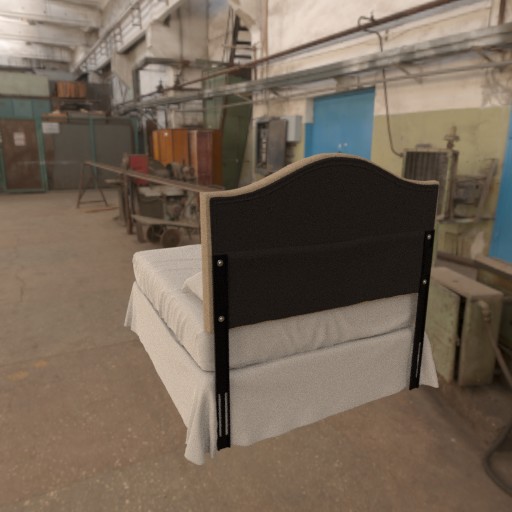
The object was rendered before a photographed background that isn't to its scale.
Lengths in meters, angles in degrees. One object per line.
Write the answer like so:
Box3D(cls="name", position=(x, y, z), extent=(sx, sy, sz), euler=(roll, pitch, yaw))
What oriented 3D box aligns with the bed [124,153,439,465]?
Box3D(cls="bed", position=(0.000, 0.000, 3.528), extent=(1.876, 1.645, 2.221), euler=(-7, 16, -25))
